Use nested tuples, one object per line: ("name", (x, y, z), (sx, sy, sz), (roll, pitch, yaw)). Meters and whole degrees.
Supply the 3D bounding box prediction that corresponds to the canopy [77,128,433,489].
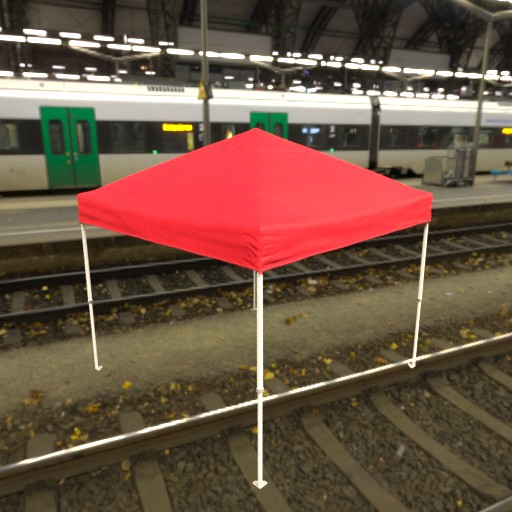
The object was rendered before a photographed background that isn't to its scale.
("canopy", (0.000, 0.000, 5.408), (2.996, 2.997, 2.998), (14, 20, 42))
